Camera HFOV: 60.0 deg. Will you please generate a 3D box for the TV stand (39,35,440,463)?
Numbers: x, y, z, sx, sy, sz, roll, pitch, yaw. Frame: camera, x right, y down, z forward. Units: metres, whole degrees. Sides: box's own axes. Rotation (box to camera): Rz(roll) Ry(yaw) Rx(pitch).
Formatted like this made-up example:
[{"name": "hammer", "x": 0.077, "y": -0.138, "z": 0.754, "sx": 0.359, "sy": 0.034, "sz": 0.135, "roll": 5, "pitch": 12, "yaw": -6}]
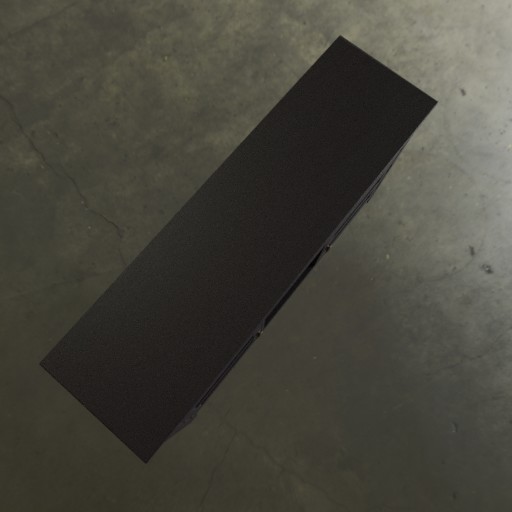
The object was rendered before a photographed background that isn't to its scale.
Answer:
[{"name": "TV stand", "x": 0.000, "y": 0.000, "z": 1.464, "sx": 0.347, "sy": 0.681, "sz": 1.198, "roll": 38, "pitch": 78, "yaw": 9}]
